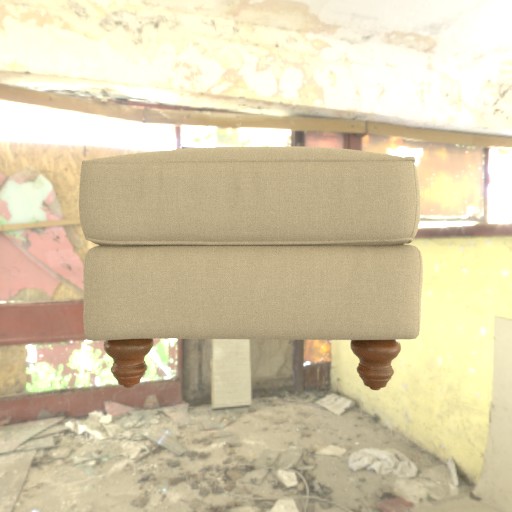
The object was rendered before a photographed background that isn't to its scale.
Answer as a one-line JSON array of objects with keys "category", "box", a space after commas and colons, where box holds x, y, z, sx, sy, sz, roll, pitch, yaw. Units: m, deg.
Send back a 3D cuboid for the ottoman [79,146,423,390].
[{"category": "ottoman", "box": [0.000, 0.000, 1.147, 0.662, 0.505, 0.716, 0, 2, 2]}]
